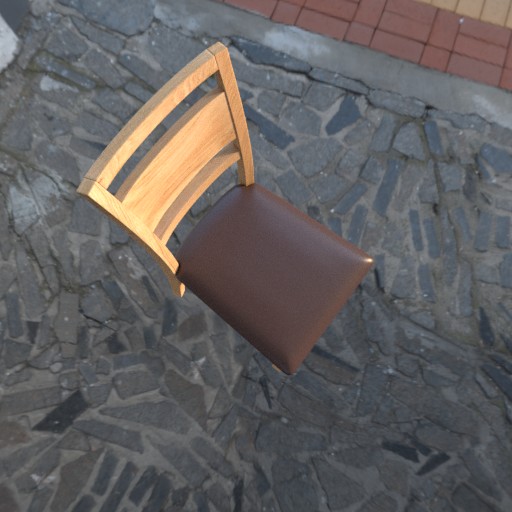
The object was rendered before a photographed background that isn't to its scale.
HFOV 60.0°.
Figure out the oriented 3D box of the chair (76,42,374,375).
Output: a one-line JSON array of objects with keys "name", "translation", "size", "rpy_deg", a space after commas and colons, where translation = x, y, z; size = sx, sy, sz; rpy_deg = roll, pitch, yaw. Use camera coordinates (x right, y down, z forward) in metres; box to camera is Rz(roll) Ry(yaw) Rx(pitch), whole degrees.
[{"name": "chair", "translation": [0.000, 0.000, 1.232], "size": [0.545, 0.940, 0.420], "rpy_deg": [37, 78, 9]}]
